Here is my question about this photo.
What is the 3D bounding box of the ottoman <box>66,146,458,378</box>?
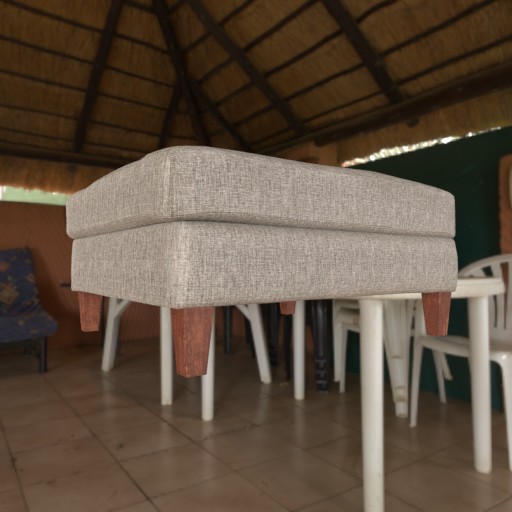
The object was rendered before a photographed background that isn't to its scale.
[{"bbox_3d":[0.000,0.000,1.427,0.994,0.492,0.839,1,-1,-36],"label":"ottoman"}]
